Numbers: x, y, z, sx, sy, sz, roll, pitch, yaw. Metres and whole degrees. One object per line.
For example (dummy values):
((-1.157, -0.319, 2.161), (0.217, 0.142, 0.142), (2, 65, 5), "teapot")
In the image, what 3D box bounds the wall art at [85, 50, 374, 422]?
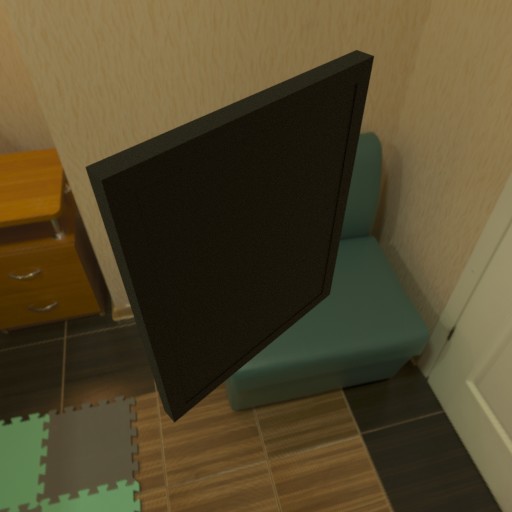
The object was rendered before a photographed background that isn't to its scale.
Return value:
((0.000, 0.000, 0.761), (0.457, 0.559, 0.033), (-34, 54, -29), "wall art")
